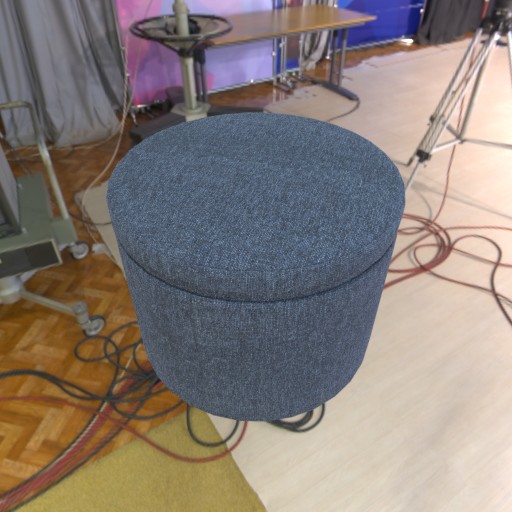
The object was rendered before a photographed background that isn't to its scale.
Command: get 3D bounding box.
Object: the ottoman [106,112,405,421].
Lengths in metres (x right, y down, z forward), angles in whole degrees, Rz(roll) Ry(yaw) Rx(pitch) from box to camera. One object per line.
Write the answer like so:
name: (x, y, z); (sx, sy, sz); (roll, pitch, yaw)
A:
ottoman: (0.000, 0.000, 0.879); (0.500, 0.419, 0.500); (0, 41, 0)
